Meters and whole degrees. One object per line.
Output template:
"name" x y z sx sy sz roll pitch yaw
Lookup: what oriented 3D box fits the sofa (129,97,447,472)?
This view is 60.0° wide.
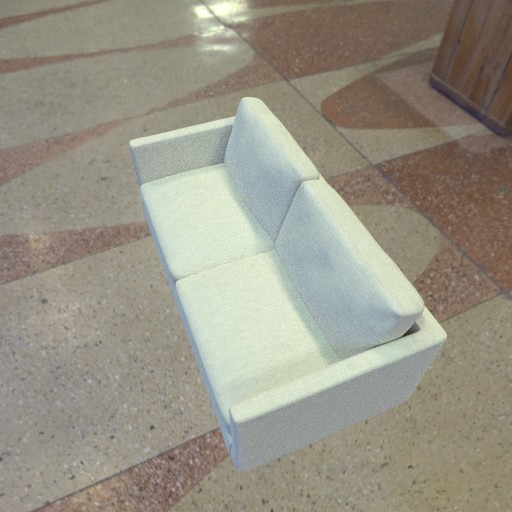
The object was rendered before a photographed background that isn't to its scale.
"sofa" 0.000 0.000 2.414 0.950 0.963 1.838 -17 51 -14
